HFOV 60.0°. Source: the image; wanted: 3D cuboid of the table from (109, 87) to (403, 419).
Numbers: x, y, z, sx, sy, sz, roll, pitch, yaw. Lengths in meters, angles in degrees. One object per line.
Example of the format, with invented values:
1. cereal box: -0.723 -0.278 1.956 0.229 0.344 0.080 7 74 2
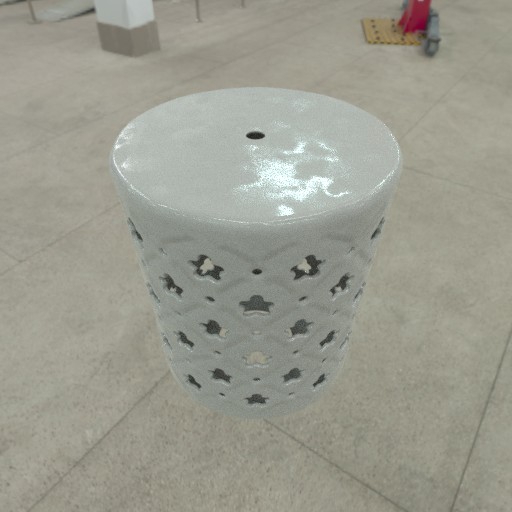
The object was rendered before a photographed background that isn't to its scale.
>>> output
1. table: 0.000 0.000 0.663 0.352 0.387 0.352 0 41 0
